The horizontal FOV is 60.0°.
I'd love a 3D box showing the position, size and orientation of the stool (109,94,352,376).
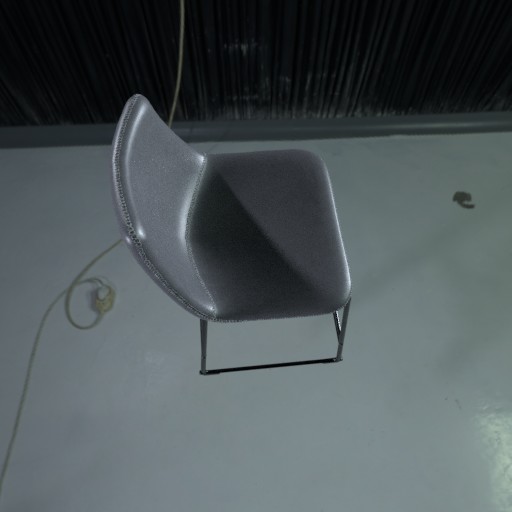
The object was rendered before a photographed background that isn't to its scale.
[{"bbox_3d":[0.000,0.000,1.204,0.546,0.876,0.470,-5,63,-3],"label":"stool"}]
